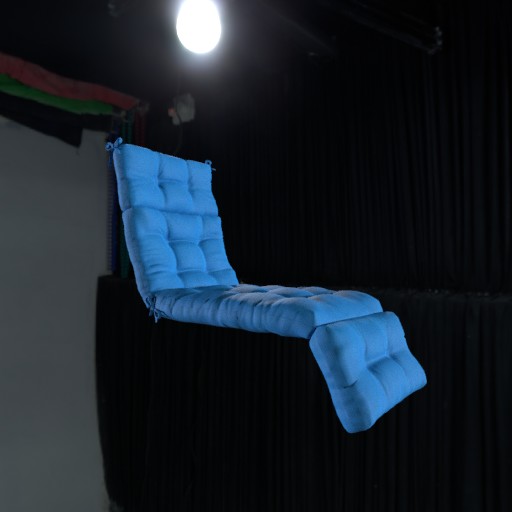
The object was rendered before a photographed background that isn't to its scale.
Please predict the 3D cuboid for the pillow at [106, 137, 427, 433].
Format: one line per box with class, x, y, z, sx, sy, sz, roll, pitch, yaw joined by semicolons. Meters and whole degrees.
pillow;0.000;0.000;1.522;1.016;0.863;0.526;-1;-1;36
